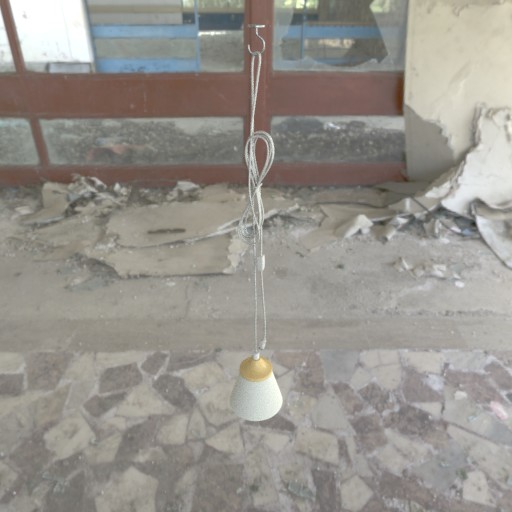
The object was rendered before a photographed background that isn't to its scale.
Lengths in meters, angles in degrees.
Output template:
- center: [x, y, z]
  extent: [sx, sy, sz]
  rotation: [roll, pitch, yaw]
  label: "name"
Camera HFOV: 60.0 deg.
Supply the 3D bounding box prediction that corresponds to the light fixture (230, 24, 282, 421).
- center: [0.000, 0.000, 1.044]
  extent: [0.153, 0.966, 0.153]
  rotation: [19, 35, 30]
  label: "light fixture"
